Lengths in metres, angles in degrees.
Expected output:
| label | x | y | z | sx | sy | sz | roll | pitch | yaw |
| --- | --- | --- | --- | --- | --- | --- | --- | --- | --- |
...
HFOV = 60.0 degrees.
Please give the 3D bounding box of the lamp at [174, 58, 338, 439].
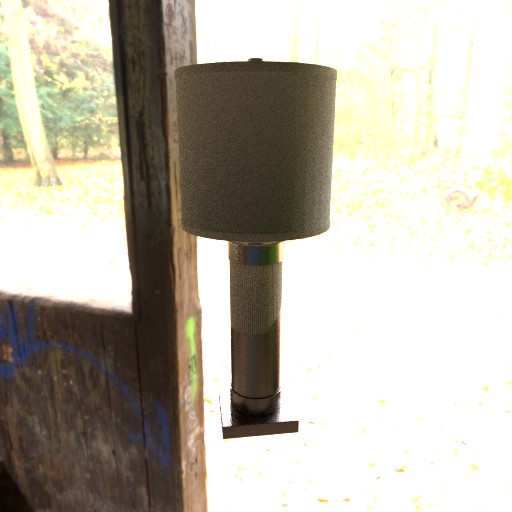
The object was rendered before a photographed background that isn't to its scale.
| label | x | y | z | sx | sy | sz | roll | pitch | yaw |
| --- | --- | --- | --- | --- | --- | --- | --- | --- | --- |
| lamp | 0.000 | 0.000 | 0.621 | 0.202 | 0.509 | 0.202 | -2 | 16 | -8 |
